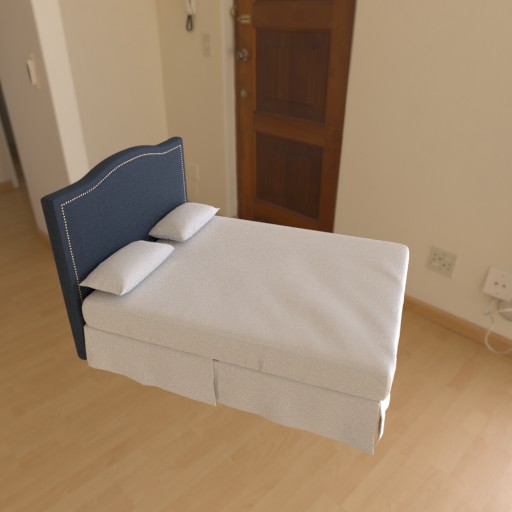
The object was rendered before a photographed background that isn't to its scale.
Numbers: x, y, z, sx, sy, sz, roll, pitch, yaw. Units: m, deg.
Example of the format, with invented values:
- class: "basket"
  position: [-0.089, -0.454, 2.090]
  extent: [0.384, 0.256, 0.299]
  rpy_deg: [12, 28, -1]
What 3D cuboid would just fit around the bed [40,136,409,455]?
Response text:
- class: "bed"
  position: [0.000, 0.000, 3.433]
  extent: [2.282, 1.436, 1.821]
  rpy_deg: [10, 30, 18]
